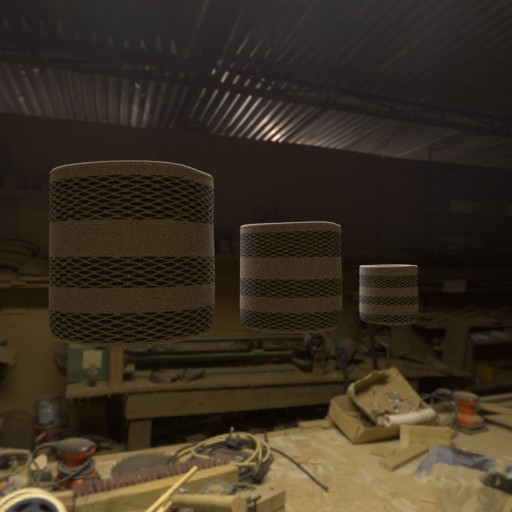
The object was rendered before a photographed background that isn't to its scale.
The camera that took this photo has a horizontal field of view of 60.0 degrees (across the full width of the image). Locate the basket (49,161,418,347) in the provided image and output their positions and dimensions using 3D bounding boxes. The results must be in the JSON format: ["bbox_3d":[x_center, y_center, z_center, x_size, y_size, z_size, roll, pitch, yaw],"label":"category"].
[{"bbox_3d":[0.000,0.000,1.080,0.917,0.356,0.351,0,-1,-20],"label":"basket"}]
